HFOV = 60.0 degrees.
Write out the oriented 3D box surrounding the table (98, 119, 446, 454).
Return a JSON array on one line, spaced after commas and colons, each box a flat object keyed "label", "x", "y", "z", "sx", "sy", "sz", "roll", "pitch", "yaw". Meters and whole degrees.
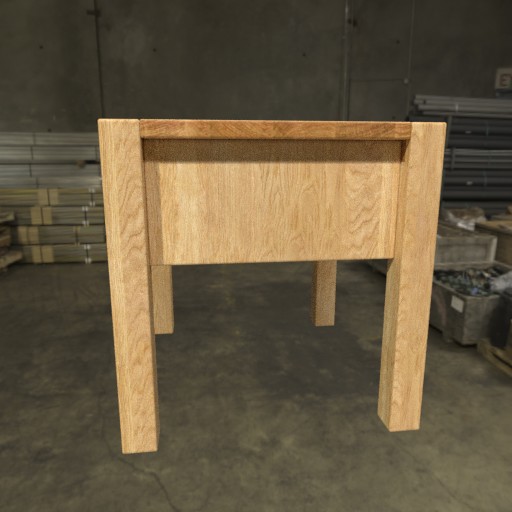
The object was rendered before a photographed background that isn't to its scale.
[{"label": "table", "x": 0.000, "y": 0.000, "z": 0.830, "sx": 0.440, "sy": 0.450, "sz": 0.480, "roll": -2, "pitch": 13, "yaw": -7}]
